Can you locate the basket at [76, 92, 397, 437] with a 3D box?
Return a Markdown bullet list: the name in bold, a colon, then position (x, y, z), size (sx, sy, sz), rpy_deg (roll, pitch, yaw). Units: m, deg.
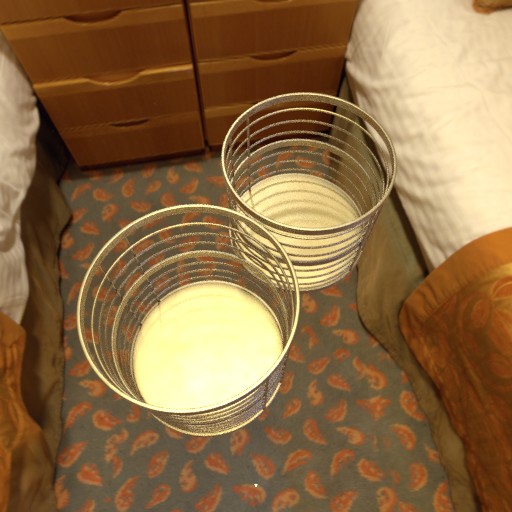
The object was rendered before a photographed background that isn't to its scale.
- **basket**: position (0.000, 0.000, 0.938), size (0.356, 0.351, 0.746), rpy_deg (30, 67, 15)
